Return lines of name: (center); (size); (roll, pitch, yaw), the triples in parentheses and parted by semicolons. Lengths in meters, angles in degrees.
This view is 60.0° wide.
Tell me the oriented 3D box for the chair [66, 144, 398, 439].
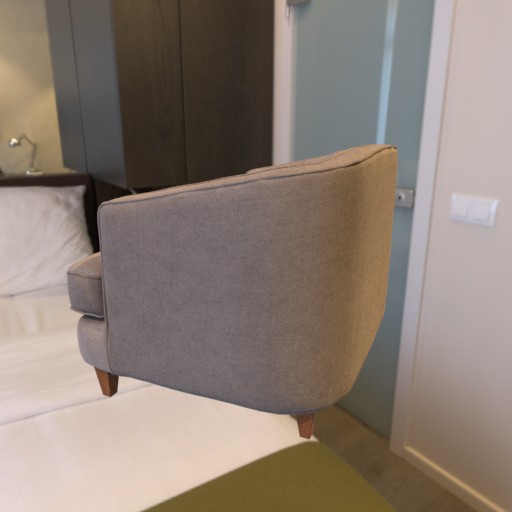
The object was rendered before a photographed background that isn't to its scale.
chair: (0.000, 0.000, 1.732); (0.941, 0.852, 1.104); (7, 18, 24)
